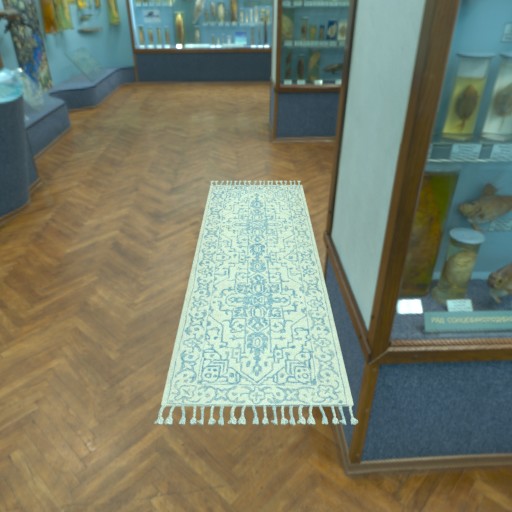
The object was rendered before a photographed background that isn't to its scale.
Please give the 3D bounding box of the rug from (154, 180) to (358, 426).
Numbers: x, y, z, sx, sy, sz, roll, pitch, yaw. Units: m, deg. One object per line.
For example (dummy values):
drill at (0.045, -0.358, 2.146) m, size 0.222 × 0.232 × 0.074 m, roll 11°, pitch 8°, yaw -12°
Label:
rug at (0.000, 0.000, 2.716) m, size 0.774 × 0.011 × 2.449 m, roll 0°, pitch 31°, yaw 0°
